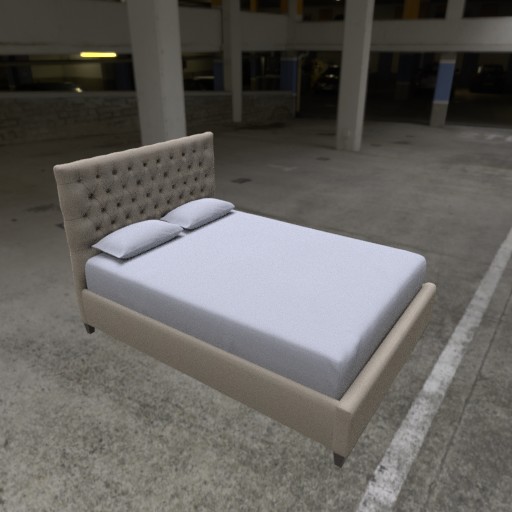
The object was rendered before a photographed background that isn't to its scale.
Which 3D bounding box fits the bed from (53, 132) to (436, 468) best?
[{"bbox_3d":[0.000,0.000,3.431,2.387,1.427,1.698,17,30,31],"label":"bed"}]
